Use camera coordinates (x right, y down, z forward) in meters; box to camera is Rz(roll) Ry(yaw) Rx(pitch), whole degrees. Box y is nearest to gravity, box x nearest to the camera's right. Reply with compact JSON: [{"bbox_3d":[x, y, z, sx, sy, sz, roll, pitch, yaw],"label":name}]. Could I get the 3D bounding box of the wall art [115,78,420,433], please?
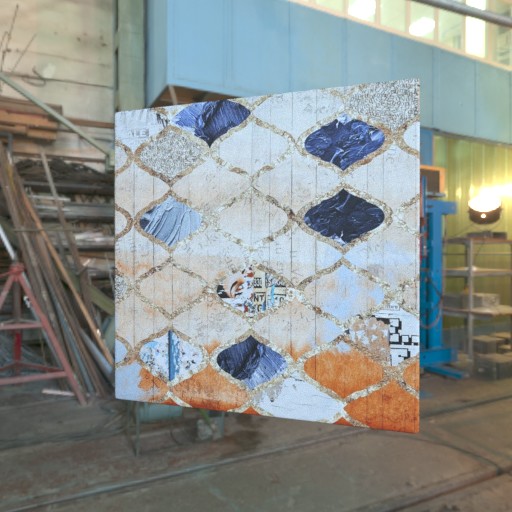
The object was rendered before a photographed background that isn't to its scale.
[{"bbox_3d":[0.000,0.000,0.440,0.303,0.304,0.036,0,0,18],"label":"wall art"}]
